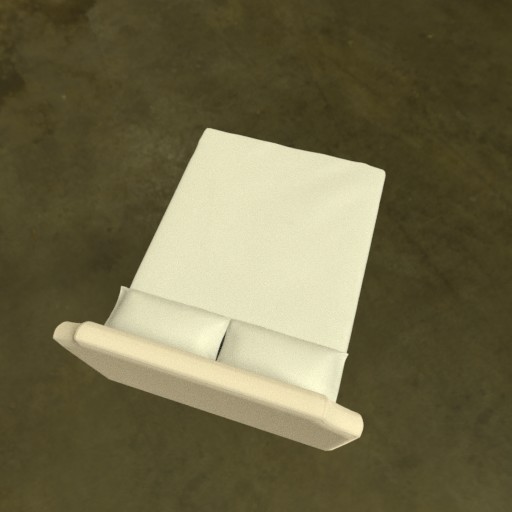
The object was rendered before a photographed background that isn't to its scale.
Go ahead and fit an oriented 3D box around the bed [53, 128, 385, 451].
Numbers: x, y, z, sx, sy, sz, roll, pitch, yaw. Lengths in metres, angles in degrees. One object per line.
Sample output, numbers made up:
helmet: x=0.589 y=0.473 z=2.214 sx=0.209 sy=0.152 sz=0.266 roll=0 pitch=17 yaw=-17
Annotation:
bed: x=0.000 y=0.000 z=3.282 sx=1.828 sy=1.297 sz=2.164 roll=15 pitch=64 yaw=8
